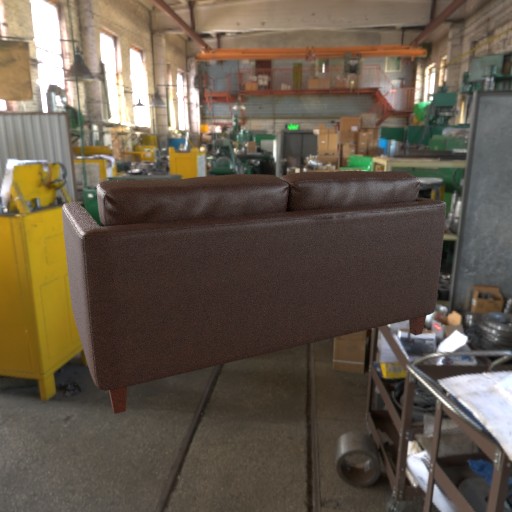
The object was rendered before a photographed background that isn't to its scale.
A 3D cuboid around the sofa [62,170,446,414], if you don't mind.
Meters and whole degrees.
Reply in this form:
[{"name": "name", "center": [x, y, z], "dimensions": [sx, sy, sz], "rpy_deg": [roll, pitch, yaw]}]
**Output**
[{"name": "sofa", "center": [0.000, 0.000, 2.446], "dimensions": [1.883, 0.933, 0.951], "rpy_deg": [-7, 16, -26]}]
